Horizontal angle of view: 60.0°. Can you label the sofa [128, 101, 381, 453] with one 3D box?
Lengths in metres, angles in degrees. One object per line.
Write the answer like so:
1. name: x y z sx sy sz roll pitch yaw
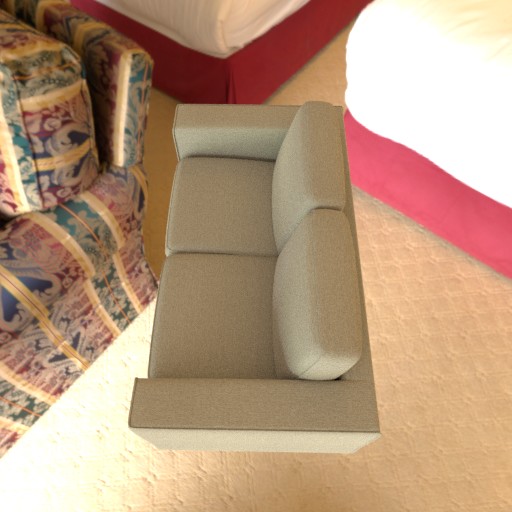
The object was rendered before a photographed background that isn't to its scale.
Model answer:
1. sofa: 0.000 0.000 2.335 1.007 0.924 1.812 1 60 0
